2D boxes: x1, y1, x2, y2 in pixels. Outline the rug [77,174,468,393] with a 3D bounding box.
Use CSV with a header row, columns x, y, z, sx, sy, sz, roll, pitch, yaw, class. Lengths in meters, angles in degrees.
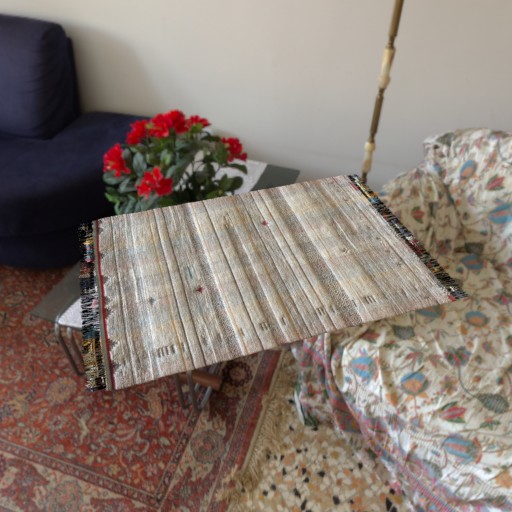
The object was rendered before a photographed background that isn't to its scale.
x,y,z,sx,sy,sz,roll,pitch,yaw,class
0.000,0.000,2.407,1.848,0.012,1.217,-12,43,-13,rug
